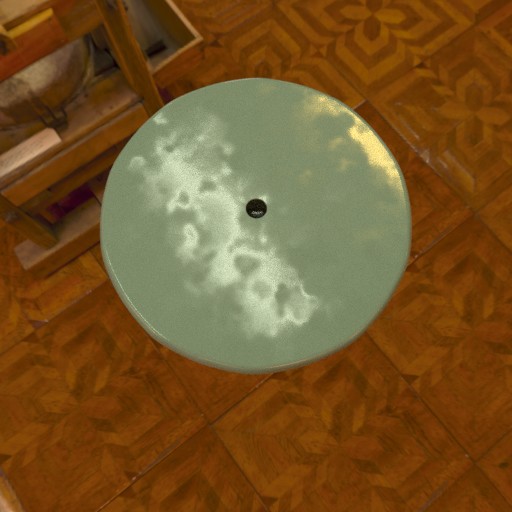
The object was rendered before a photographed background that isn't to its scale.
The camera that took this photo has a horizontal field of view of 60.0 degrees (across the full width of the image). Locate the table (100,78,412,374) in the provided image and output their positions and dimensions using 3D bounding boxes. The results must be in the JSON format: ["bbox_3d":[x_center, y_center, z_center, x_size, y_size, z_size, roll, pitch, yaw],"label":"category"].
[{"bbox_3d":[0.000,0.000,0.673,0.352,0.387,0.352,0,74,0],"label":"table"}]
